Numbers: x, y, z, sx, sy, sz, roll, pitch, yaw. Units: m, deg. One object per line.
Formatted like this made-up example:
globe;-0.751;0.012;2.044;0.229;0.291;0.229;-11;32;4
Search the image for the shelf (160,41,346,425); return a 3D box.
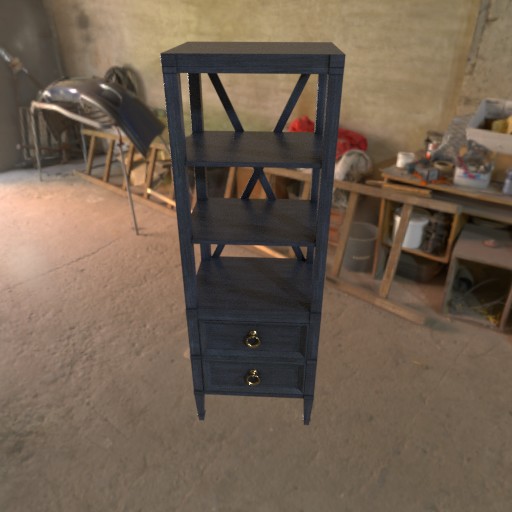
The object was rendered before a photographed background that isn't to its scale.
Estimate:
shelf;0.000;0.000;2.020;0.584;1.727;0.472;2;30;3
